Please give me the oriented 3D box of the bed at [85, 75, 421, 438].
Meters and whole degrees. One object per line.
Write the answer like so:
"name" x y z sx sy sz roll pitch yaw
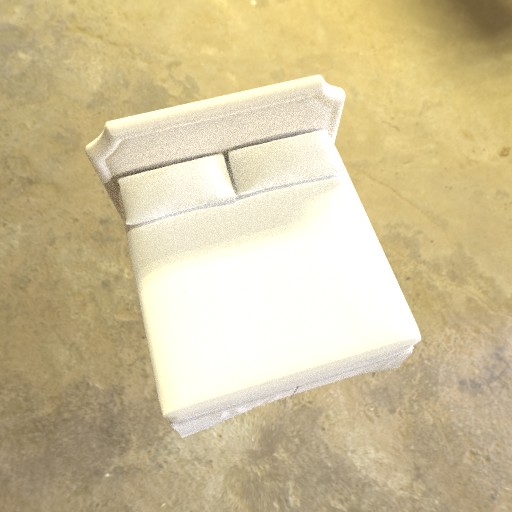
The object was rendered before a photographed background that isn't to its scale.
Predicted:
"bed" 0.000 0.000 3.542 2.160 1.301 2.204 -15 67 -7
